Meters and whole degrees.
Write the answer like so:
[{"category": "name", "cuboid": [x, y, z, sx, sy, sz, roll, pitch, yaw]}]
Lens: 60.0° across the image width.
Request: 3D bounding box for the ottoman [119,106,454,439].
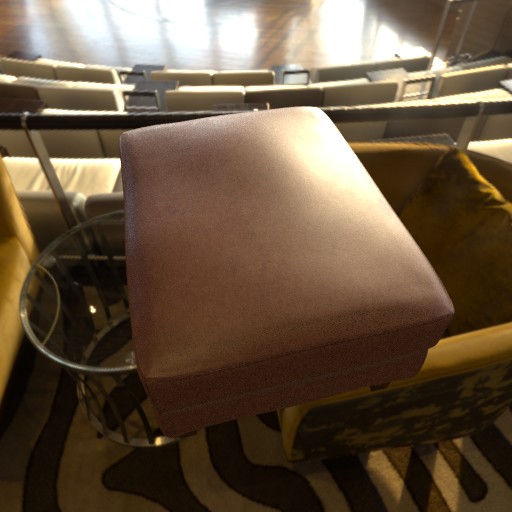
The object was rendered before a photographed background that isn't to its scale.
[{"category": "ottoman", "cuboid": [0.000, 0.000, 1.240, 0.650, 0.485, 0.851, -11, 49, -9]}]
